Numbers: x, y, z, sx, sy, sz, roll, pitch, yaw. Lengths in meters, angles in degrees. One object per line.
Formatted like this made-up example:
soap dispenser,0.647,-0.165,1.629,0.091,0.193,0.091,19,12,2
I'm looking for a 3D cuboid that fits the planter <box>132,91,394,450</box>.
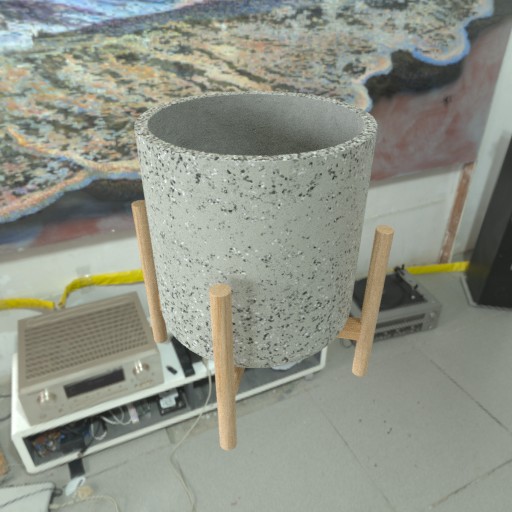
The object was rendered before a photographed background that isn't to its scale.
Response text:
planter,0.000,0.000,0.679,0.360,0.419,0.360,21,38,29
